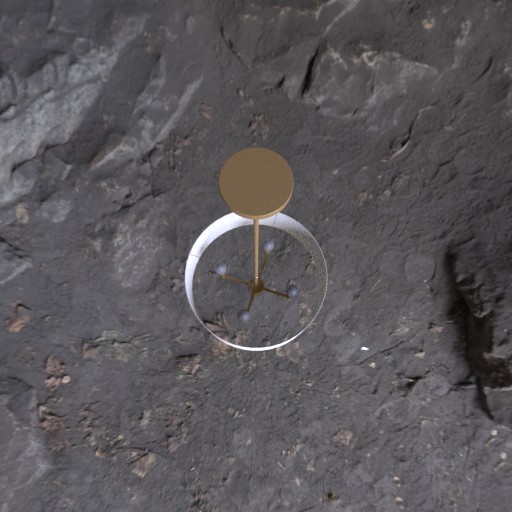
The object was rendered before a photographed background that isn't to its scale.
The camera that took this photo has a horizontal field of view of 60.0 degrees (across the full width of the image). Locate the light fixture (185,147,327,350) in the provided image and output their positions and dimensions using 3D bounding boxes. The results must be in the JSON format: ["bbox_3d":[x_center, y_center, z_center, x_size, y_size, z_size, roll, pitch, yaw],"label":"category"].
[{"bbox_3d":[0.000,0.000,1.314,0.508,1.067,0.508,0,75,0],"label":"light fixture"}]
